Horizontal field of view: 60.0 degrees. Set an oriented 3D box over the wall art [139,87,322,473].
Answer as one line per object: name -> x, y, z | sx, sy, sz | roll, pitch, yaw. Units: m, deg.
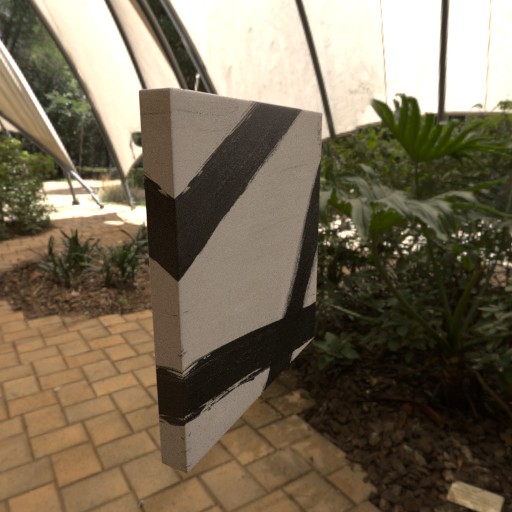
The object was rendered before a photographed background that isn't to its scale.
wall art -> 0.000, 0.000, 0.781 | 0.050, 0.508, 0.507 | 7, 16, 27
